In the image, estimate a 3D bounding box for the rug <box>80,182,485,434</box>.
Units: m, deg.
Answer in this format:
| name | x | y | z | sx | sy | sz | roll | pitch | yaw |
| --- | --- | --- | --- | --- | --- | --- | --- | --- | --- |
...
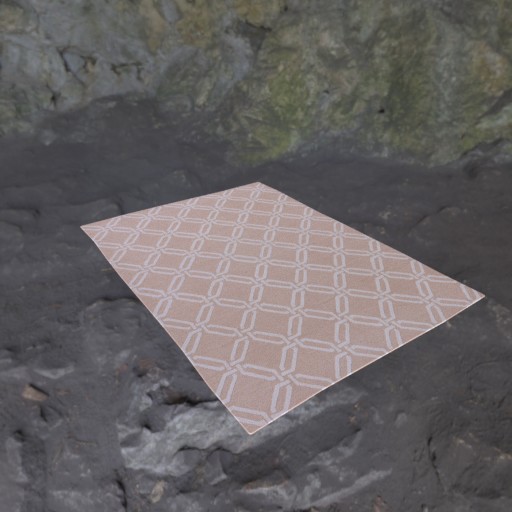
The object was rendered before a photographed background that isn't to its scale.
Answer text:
| name | x | y | z | sx | sy | sz | roll | pitch | yaw |
| --- | --- | --- | --- | --- | --- | --- | --- | --- | --- |
| rug | 0.000 | 0.000 | 4.347 | 2.452 | 0.020 | 3.365 | -19 | 35 | -30 |
